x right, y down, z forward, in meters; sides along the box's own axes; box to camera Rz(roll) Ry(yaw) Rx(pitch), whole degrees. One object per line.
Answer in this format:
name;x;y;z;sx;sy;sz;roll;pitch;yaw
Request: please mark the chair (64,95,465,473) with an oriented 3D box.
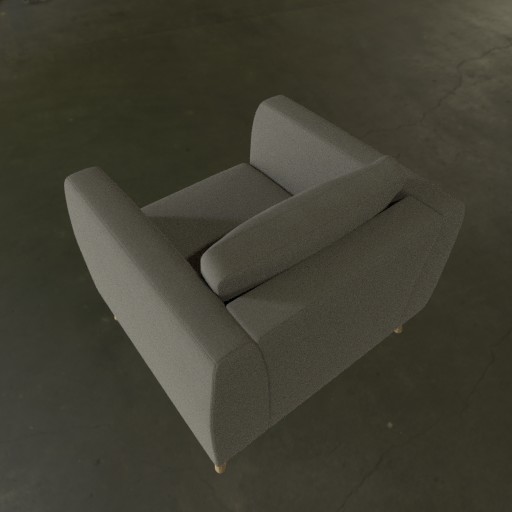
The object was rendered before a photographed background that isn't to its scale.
chair;0.000;0.000;1.621;1.000;0.860;0.930;-29;54;-25
